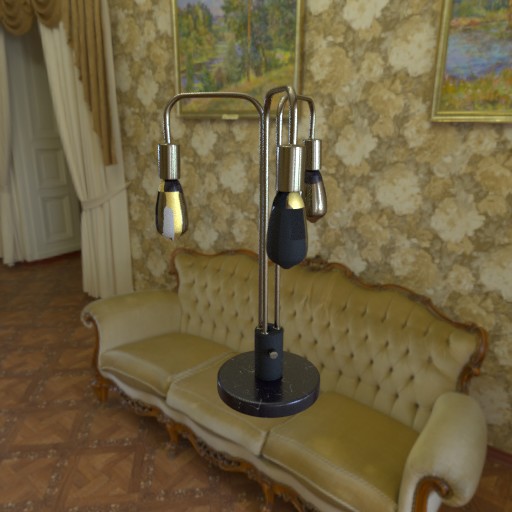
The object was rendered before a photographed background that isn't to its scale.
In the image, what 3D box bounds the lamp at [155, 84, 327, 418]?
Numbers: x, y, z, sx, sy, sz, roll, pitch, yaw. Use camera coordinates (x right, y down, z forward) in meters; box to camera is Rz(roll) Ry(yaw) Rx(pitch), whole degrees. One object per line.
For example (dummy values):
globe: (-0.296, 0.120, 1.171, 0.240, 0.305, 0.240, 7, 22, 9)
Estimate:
lamp: (0.000, 0.000, 0.798, 0.355, 0.560, 0.368, -2, 16, -8)
